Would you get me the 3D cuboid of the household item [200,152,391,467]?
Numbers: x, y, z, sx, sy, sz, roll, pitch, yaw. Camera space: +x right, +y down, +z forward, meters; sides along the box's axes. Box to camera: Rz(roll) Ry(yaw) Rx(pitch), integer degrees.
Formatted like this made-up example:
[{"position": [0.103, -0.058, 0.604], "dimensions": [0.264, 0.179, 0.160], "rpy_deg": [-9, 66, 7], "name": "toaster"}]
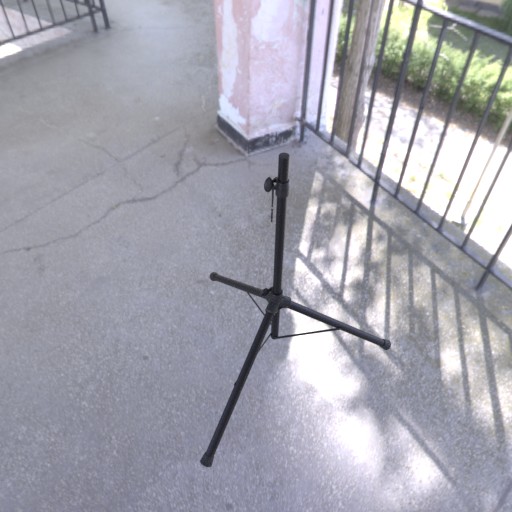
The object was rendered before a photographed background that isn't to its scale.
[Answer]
[{"position": [0.000, 0.000, 1.828], "dimensions": [1.045, 1.136, 0.907], "rpy_deg": [-24, 51, -21], "name": "household item"}]
